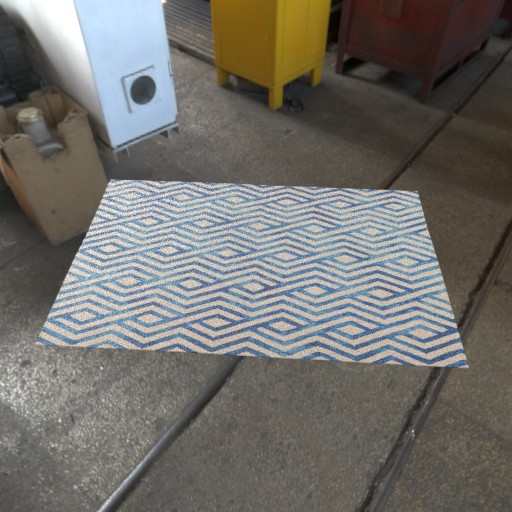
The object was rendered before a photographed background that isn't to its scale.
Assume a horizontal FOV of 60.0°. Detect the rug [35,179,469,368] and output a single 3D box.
[{"bbox_3d":[0.000,0.000,3.002,2.439,0.008,1.531,3,48,2],"label":"rug"}]
